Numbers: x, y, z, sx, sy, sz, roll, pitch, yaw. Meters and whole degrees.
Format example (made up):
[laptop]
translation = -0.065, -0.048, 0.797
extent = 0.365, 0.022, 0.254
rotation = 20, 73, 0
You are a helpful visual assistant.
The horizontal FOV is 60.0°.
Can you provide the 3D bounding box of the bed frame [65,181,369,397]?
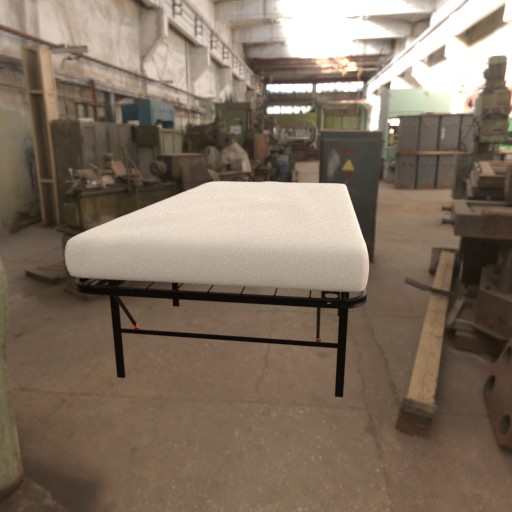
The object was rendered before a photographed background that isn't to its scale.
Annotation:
[bed frame]
translation = 0.000, 0.000, 2.322
extent = 0.989, 0.619, 1.903
rotation = 2, 16, 9
